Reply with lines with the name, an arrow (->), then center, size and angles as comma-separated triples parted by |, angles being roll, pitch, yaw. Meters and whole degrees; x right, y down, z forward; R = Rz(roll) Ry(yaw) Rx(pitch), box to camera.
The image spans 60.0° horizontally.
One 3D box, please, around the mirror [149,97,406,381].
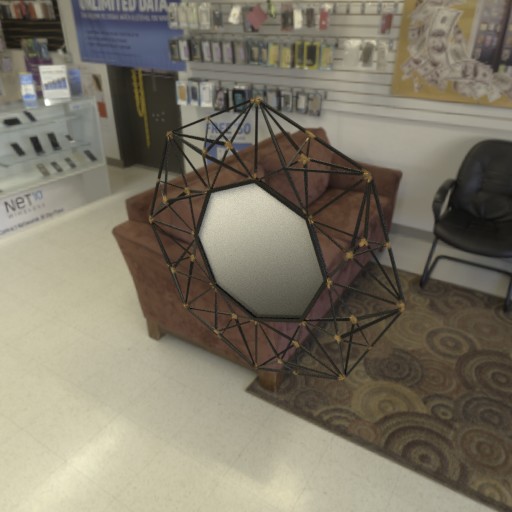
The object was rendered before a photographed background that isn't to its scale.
mirror -> 0.000, 0.000, 1.036 | 0.710, 0.710, 0.094 | 19, 35, 30
